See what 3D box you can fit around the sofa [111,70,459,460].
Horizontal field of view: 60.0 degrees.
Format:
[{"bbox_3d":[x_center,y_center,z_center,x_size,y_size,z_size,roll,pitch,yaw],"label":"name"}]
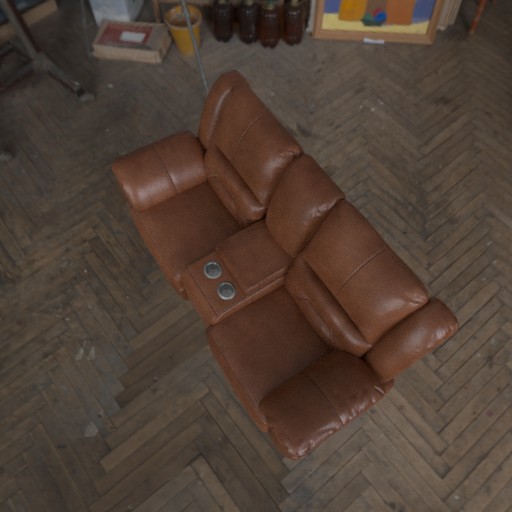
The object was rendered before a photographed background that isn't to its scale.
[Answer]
[{"bbox_3d":[0.000,0.000,2.613,0.991,1.043,2.058,-30,67,-14],"label":"sofa"}]
